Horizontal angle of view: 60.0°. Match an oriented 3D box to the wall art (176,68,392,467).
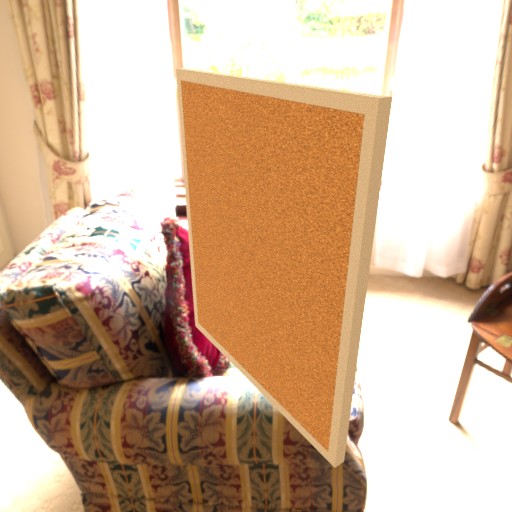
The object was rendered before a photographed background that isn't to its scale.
[{"bbox_3d":[0.000,0.000,0.720,0.020,0.536,0.444,-18,32,-31],"label":"wall art"}]
